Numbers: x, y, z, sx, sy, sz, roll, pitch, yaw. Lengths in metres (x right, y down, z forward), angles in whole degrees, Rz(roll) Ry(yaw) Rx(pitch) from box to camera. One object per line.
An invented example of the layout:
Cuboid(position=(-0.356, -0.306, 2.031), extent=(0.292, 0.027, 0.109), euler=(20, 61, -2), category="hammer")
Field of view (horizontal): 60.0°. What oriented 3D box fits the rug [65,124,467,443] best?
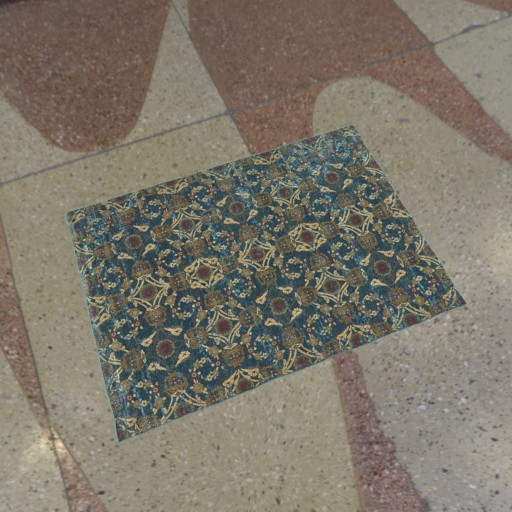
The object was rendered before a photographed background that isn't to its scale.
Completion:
Cuboid(position=(0.000, 0.000, 2.895), extent=(2.207, 0.014, 1.567), euler=(-19, 65, -9), category="rug")
